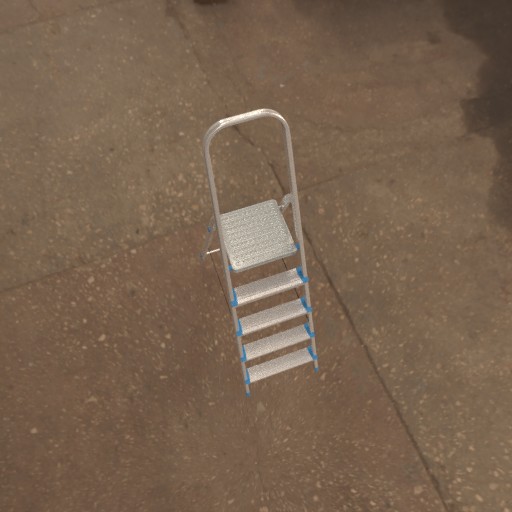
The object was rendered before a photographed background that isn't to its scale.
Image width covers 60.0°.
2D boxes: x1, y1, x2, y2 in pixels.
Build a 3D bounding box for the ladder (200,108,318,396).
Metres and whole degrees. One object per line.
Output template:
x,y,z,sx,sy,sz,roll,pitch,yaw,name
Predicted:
0.000,0.000,2.137,0.468,1.648,0.990,-18,66,-8,ladder
